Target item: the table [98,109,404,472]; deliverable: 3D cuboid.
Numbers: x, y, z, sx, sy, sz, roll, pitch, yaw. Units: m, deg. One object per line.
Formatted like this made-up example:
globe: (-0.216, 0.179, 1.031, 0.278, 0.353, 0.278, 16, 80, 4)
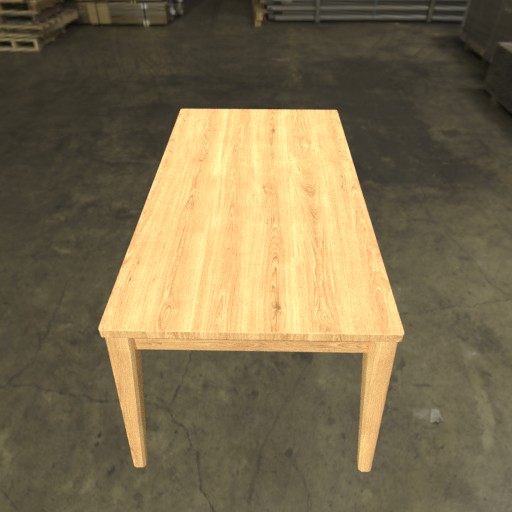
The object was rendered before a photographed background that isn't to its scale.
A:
table: (0.000, 0.000, 2.039, 0.900, 0.760, 1.600, 1, 40, 1)
